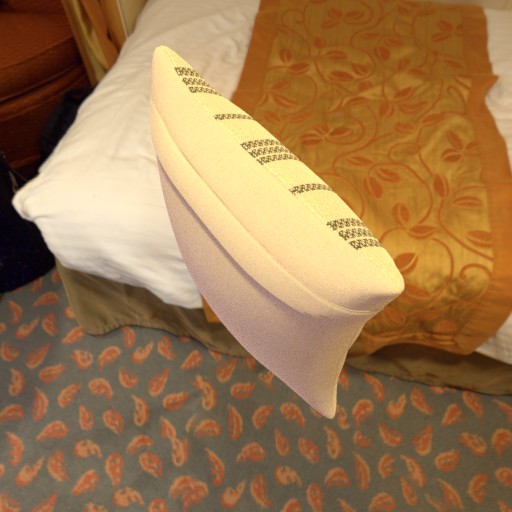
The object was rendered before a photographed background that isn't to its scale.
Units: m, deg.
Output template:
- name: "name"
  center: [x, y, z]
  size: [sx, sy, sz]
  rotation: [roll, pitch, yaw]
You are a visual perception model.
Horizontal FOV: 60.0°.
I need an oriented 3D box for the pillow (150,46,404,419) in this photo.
- name: "pillow"
  center: [0.000, 0.000, 0.600]
  size: [0.173, 0.406, 0.405]
  rotation: [-30, 62, -18]
